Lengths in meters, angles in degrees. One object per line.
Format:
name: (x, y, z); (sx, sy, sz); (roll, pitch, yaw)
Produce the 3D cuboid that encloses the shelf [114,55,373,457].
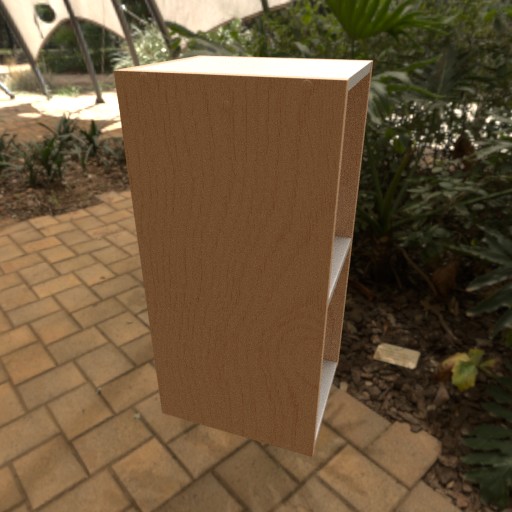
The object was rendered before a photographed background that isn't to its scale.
shelf: (0.000, 0.000, 0.755); (0.290, 0.600, 0.250); (9, 30, 17)
